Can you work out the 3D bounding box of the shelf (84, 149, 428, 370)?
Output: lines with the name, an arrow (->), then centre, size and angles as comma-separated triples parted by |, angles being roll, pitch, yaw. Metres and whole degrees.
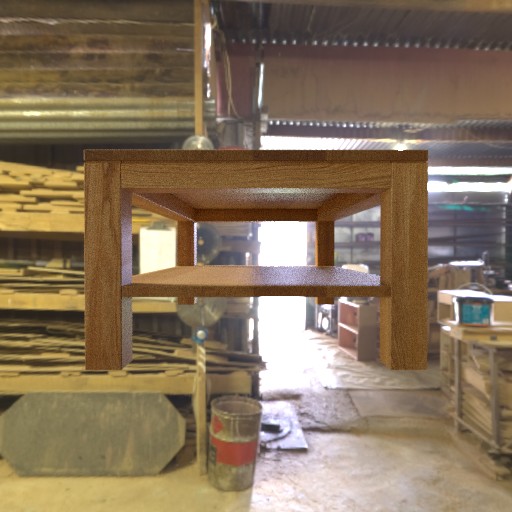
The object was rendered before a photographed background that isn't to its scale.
shelf -> 0.000, 0.000, 1.478 | 0.700, 0.450, 1.150 | 0, 1, 0
